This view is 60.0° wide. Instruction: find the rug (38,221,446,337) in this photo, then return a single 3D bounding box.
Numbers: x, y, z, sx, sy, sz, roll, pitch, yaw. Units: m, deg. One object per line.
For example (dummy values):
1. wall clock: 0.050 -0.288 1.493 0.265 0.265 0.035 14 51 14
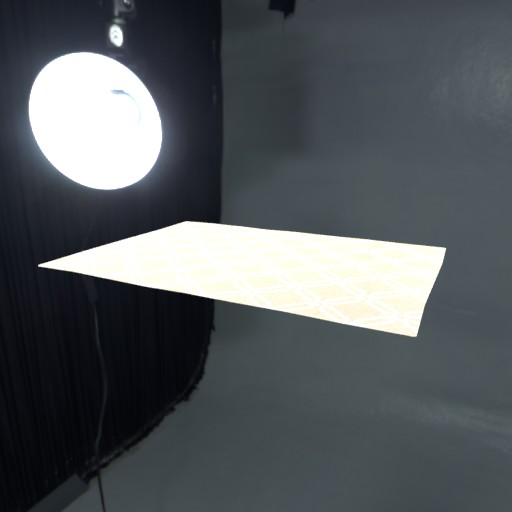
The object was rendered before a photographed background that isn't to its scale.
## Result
1. rug: 0.000 0.000 2.801 2.135 0.013 1.524 8 17 25
